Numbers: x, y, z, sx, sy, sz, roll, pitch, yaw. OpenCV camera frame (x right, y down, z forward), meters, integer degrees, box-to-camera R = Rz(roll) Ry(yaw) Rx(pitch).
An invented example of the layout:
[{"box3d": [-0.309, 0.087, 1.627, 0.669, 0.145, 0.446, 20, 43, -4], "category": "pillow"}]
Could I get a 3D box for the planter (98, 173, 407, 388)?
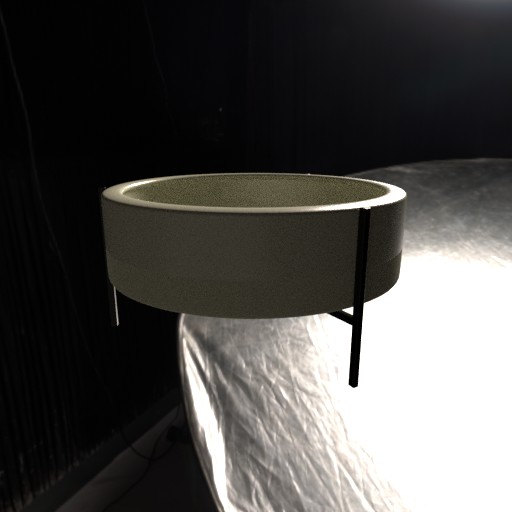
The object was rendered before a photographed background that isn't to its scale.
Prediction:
[{"box3d": [0.000, 0.000, 0.537, 0.336, 0.171, 0.345, 8, 18, 26], "category": "planter"}]
